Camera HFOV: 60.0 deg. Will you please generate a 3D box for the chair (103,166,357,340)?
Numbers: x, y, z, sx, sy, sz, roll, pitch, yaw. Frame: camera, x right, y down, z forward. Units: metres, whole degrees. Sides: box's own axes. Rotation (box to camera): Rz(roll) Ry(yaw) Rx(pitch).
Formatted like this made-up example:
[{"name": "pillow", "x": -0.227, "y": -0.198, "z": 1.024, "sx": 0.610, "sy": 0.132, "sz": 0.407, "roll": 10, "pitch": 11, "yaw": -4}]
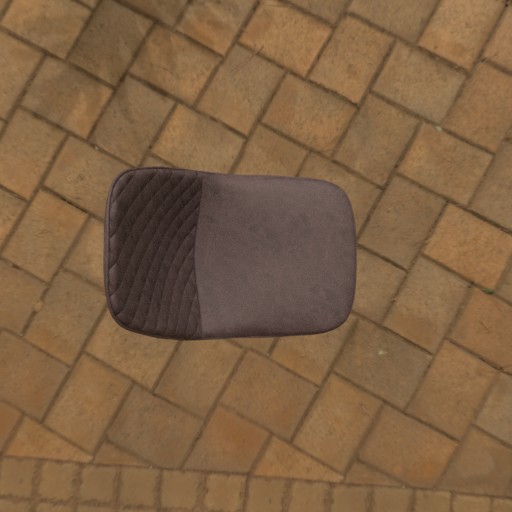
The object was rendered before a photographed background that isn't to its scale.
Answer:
[{"name": "chair", "x": 0.000, "y": 0.000, "z": 1.245, "sx": 0.561, "sy": 0.889, "sz": 0.472, "roll": 0, "pitch": 88, "yaw": 0}]
